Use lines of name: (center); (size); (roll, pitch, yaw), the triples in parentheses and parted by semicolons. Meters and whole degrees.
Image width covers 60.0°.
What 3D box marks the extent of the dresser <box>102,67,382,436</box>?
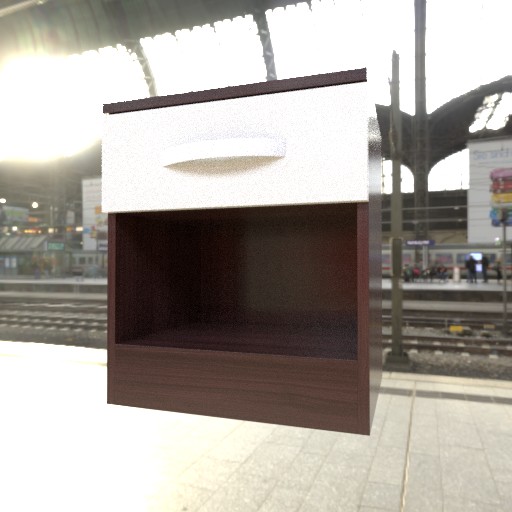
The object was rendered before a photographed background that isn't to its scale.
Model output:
dresser: (0.000, 0.000, 0.765); (0.400, 0.470, 0.360); (0, -1, 19)
